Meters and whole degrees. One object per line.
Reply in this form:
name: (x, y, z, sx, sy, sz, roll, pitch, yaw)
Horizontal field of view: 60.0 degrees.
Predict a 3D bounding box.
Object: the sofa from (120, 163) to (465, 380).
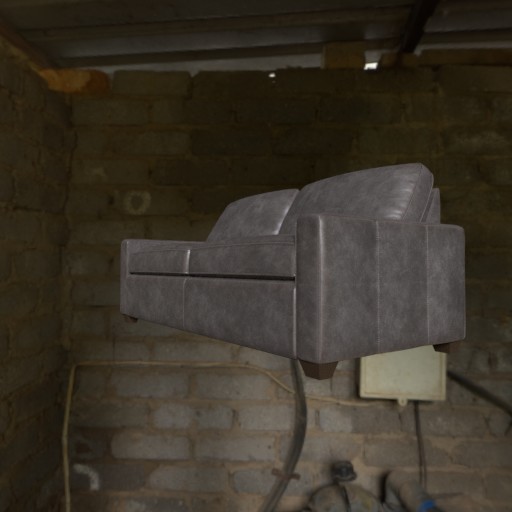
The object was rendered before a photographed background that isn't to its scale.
sofa: (0.000, 0.000, 2.614, 0.939, 0.916, 2.081, 1, -2, -36)
